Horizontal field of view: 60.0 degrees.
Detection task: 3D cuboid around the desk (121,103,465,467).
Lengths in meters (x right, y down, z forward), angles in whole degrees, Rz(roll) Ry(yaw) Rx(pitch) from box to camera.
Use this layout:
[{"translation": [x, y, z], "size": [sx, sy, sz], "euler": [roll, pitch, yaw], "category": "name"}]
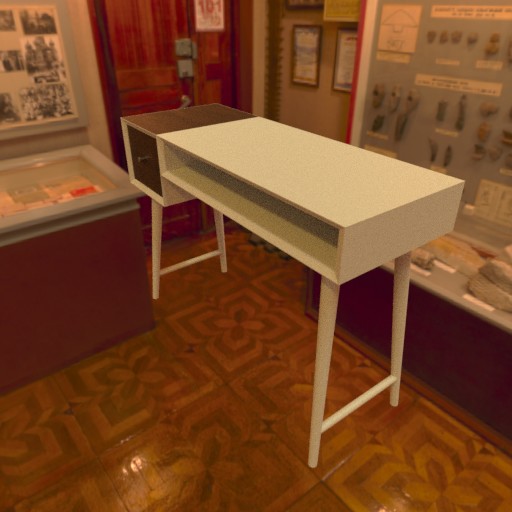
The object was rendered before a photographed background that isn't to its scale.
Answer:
[{"translation": [0.000, 0.000, 1.480], "size": [0.409, 0.761, 1.069], "euler": [-21, 36, -31], "category": "desk"}]
